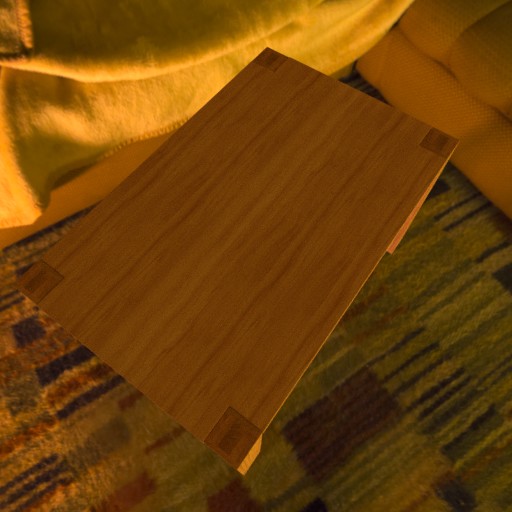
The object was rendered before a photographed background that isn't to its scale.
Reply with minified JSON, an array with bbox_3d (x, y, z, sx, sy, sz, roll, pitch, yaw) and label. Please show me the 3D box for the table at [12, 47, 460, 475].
[{"bbox_3d":[0.000,0.000,1.882,0.900,0.760,1.400,33,67,16],"label":"table"}]
